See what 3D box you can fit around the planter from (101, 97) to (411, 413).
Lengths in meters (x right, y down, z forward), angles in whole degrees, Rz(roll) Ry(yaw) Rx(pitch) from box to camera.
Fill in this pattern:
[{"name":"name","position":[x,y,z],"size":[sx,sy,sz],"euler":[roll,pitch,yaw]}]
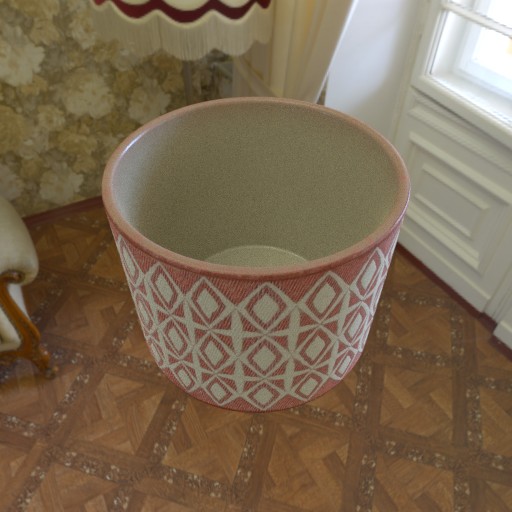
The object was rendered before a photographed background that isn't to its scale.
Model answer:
[{"name":"planter","position":[0.000,0.000,0.485],"size":[0.273,0.237,0.273],"euler":[0,45,0]}]
